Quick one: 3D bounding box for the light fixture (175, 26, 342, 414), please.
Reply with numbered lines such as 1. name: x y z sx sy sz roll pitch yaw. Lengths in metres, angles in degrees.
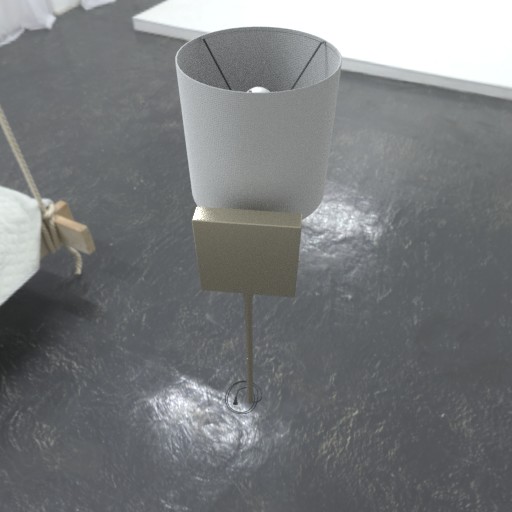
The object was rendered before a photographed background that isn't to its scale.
1. light fixture: 0.000 0.000 0.692 0.188 0.589 0.248 4 46 4
